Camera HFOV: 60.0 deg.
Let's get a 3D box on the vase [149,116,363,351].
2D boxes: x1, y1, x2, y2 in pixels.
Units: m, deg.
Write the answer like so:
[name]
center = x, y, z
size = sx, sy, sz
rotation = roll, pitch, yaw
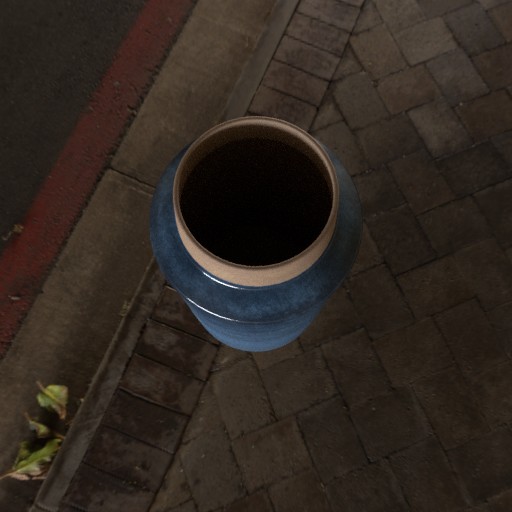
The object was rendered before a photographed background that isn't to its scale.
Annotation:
[vase]
center = 0.000, 0.000, 0.408
size = 0.163, 0.316, 0.163
rotation = 0, 76, 0
